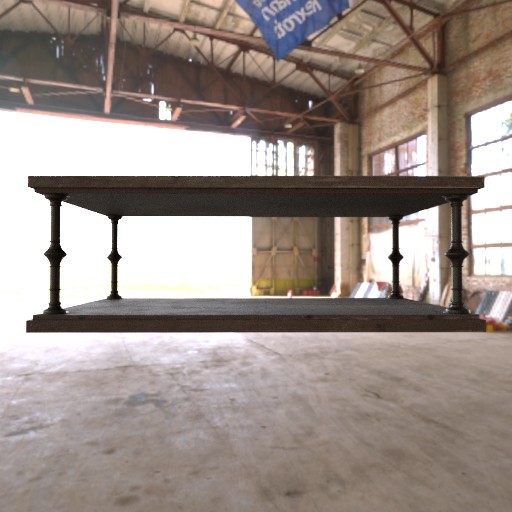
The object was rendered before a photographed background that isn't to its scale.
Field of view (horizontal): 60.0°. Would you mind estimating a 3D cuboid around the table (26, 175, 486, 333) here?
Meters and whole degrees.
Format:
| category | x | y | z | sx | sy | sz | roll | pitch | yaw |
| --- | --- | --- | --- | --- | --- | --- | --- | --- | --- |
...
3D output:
| category | x | y | z | sx | sy | sz | roll | pitch | yaw |
| --- | --- | --- | --- | --- | --- | --- | --- | --- | --- |
| table | 0.000 | 0.000 | 1.328 | 1.088 | 0.373 | 0.554 | 0 | -1 | 0 |
